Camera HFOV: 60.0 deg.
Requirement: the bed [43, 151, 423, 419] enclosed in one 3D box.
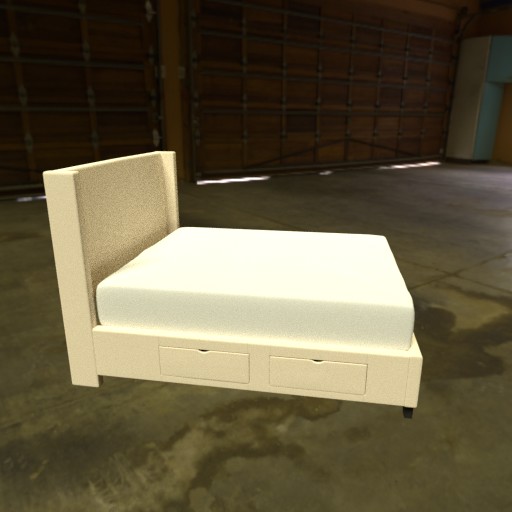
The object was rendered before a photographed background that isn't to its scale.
[{"bbox_3d":[0.000,0.000,3.495,2.280,1.471,1.765,3,17,9],"label":"bed"}]
